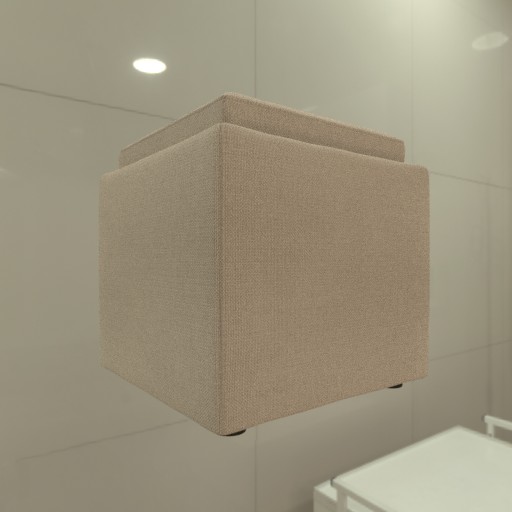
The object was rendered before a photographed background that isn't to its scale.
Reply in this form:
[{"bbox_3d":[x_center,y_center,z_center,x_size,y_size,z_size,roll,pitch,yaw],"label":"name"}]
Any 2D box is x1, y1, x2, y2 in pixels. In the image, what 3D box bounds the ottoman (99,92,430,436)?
[{"bbox_3d":[0.000,0.000,0.818,0.451,0.460,0.450,0,0,-37],"label":"ottoman"}]
